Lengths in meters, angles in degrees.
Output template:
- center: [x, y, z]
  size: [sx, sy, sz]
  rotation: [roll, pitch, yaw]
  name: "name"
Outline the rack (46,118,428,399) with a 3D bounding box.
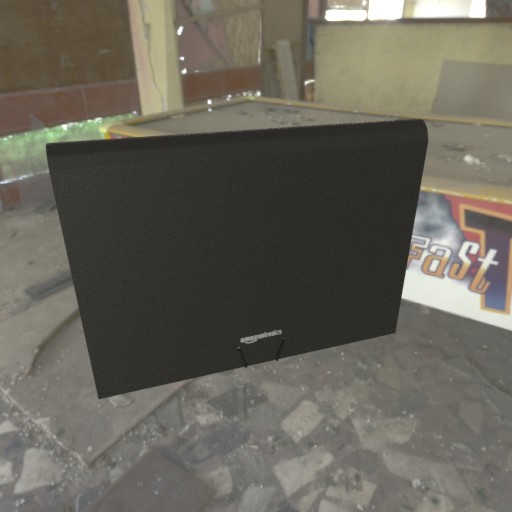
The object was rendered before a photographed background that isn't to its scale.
- center: [0.000, 0.000, 0.432]
  size: [0.330, 0.241, 0.041]
  rotation: [-9, 28, -16]
  name: "rack"
